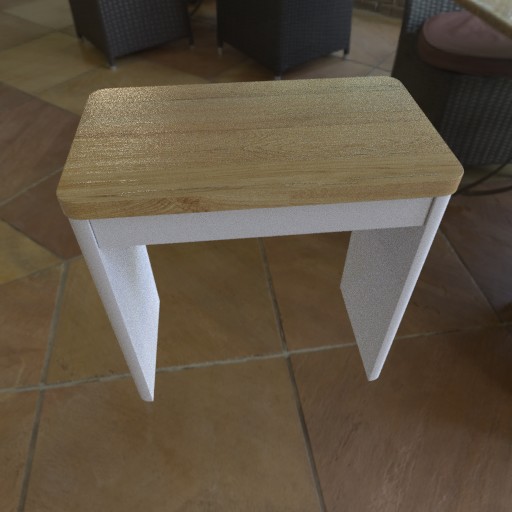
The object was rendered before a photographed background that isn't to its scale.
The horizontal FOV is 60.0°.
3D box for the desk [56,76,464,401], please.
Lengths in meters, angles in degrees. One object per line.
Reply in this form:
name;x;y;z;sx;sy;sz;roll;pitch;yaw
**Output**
desk;0.000;0.000;1.232;0.760;0.790;0.440;-4;46;-4
